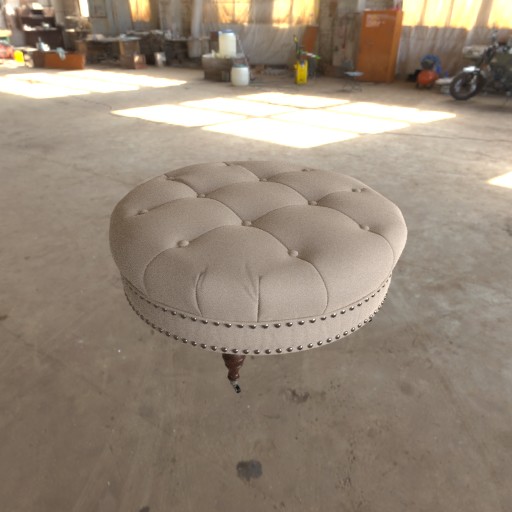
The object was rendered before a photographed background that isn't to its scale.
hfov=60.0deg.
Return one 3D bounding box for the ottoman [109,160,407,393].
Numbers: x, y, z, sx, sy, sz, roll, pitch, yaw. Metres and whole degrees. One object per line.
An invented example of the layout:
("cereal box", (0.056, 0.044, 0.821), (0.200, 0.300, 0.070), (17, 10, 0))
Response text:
("ottoman", (0.000, 0.000, 1.443), (0.901, 0.439, 0.901), (0, 29, 0))
